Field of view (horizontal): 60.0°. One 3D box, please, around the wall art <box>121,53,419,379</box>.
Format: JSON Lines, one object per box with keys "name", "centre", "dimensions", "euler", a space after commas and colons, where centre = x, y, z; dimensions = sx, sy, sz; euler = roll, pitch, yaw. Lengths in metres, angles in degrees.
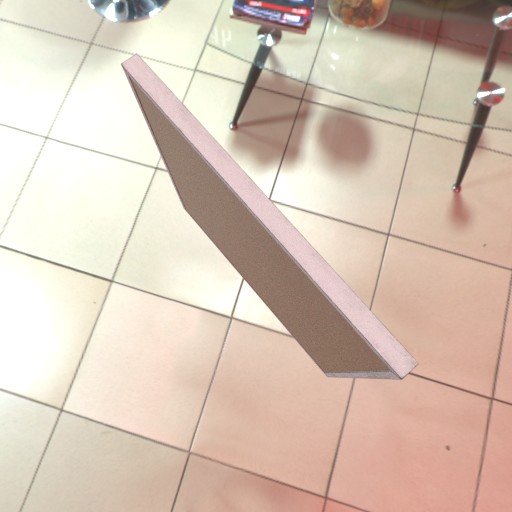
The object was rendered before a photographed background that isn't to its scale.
{"name": "wall art", "centre": [0.000, 0.000, 1.146], "dimensions": [0.038, 0.762, 0.762], "euler": [-39, 78, -10]}
